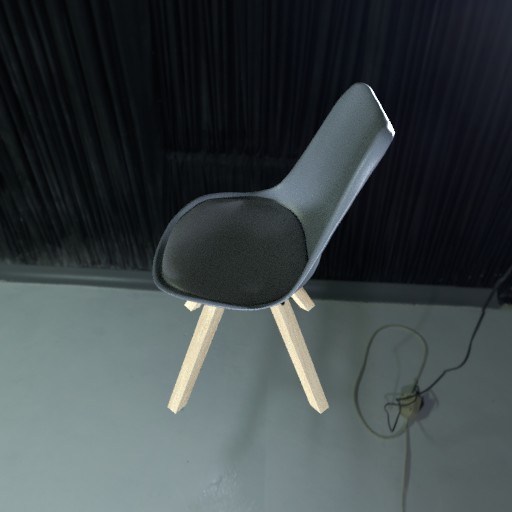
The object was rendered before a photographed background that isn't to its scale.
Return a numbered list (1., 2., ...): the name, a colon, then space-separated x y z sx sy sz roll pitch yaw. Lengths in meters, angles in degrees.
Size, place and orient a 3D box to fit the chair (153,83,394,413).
1. chair: 0.000 0.000 1.209 0.550 0.850 0.485 0 41 0
